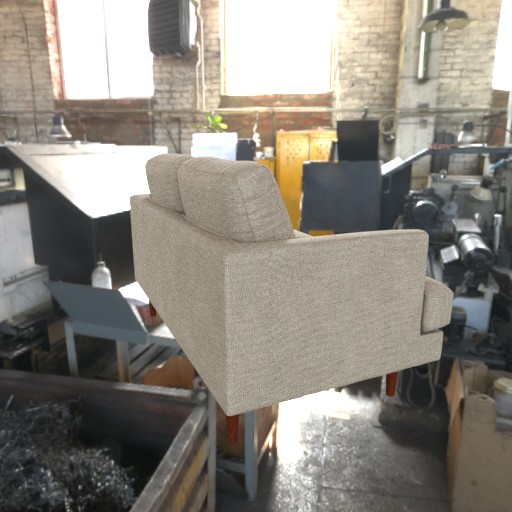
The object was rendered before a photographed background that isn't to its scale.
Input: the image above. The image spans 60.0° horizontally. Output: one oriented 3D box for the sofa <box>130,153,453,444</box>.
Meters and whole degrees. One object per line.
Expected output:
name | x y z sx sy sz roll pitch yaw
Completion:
sofa | 0.000 0.000 2.117 0.903 0.944 1.582 -7 16 -24
